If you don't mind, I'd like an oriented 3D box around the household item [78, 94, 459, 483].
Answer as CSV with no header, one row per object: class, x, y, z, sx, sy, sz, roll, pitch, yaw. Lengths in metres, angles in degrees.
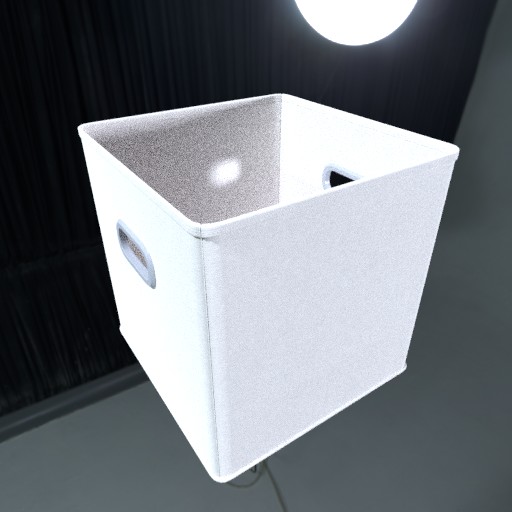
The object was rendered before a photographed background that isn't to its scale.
household item,0.000,0.000,0.556,0.305,0.305,0.305,-20,37,-28
